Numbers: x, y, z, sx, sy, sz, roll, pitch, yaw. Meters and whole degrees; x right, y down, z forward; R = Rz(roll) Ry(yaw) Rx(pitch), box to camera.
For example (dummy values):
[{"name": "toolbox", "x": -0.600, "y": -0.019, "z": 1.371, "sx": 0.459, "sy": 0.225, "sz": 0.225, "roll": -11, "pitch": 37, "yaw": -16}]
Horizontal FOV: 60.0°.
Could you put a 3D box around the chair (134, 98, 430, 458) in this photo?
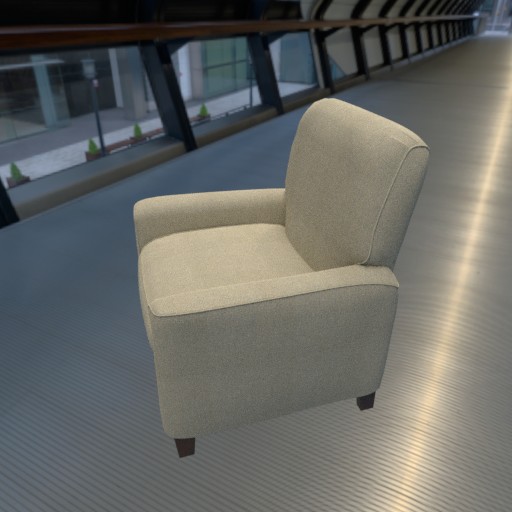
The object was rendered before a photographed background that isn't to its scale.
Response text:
[{"name": "chair", "x": 0.000, "y": 0.000, "z": 1.617, "sx": 0.853, "sy": 1.006, "sz": 0.850, "roll": -9, "pitch": 31, "yaw": -15}]
